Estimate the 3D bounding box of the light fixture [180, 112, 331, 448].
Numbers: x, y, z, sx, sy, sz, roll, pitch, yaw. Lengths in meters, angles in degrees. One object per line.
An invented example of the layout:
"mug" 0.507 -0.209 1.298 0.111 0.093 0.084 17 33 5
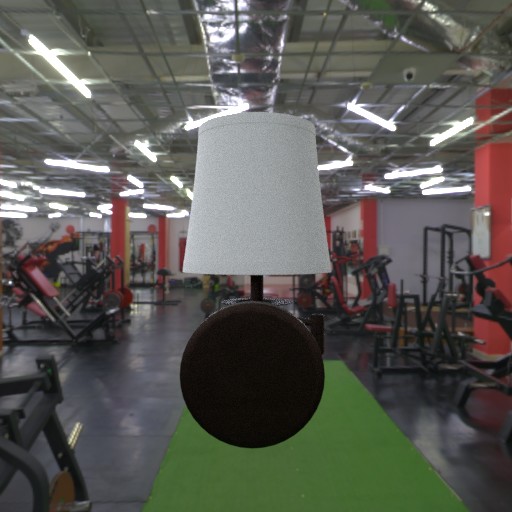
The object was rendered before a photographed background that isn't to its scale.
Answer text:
"light fixture" 0.000 0.000 0.276 0.100 0.172 0.157 0 0 1
